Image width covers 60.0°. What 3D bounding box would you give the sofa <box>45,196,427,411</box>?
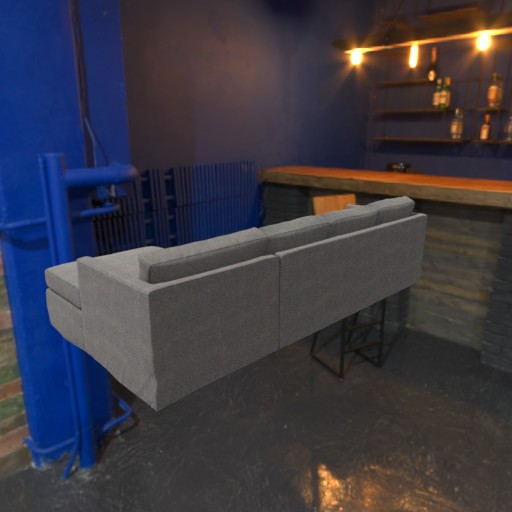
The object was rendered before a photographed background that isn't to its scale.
[{"bbox_3d":[0.000,0.000,3.996,3.205,0.922,1.650,-15,22,-42],"label":"sofa"}]
